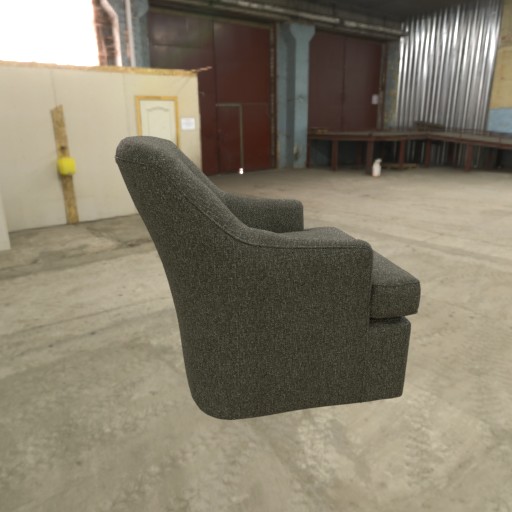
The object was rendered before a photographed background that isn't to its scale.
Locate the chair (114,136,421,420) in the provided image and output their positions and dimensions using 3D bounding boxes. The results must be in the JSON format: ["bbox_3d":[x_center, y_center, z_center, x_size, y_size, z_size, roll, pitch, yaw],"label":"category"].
[{"bbox_3d":[0.000,0.000,1.635,0.923,0.856,0.864,-3,17,-10],"label":"chair"}]
